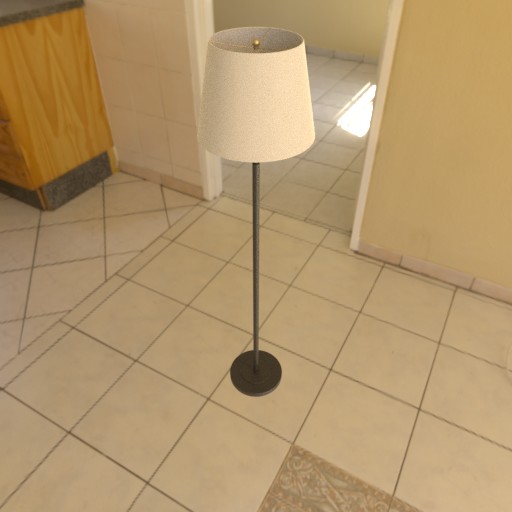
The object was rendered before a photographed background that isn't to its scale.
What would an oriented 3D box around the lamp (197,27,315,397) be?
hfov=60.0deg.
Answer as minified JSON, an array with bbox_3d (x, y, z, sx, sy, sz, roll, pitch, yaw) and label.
[{"bbox_3d":[0.000,0.000,1.622,0.348,1.473,0.348,13,42,15],"label":"lamp"}]
